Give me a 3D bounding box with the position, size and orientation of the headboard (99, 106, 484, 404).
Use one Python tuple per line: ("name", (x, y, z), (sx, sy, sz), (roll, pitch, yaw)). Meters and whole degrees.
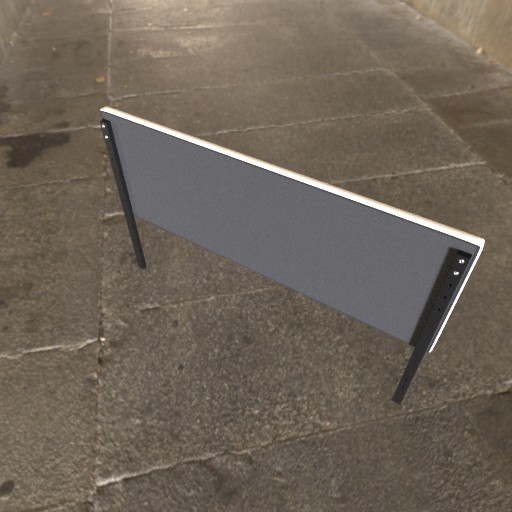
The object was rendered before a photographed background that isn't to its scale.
("headboard", (0.000, 0.000, 2.874), (2.362, 1.410, 0.120), (24, 50, 23))
